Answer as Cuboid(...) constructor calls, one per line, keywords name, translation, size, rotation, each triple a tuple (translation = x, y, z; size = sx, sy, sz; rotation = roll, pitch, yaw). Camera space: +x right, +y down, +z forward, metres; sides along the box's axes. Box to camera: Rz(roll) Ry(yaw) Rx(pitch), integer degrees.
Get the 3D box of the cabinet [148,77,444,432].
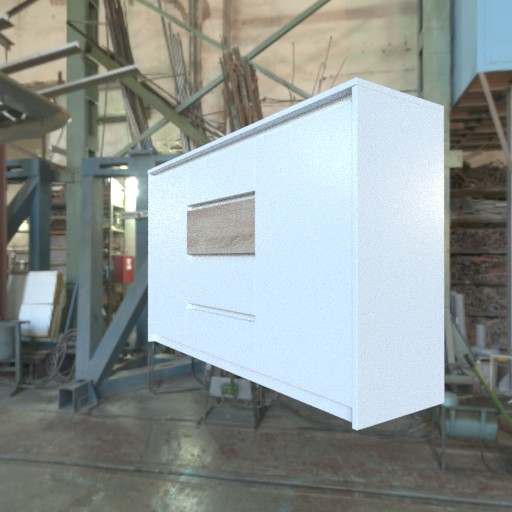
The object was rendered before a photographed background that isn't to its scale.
Cuboid(name="cabinet", translation=(0.000, 0.000, 1.825), size=(0.380, 0.900, 1.450), rotation=(0, 0, -34))
